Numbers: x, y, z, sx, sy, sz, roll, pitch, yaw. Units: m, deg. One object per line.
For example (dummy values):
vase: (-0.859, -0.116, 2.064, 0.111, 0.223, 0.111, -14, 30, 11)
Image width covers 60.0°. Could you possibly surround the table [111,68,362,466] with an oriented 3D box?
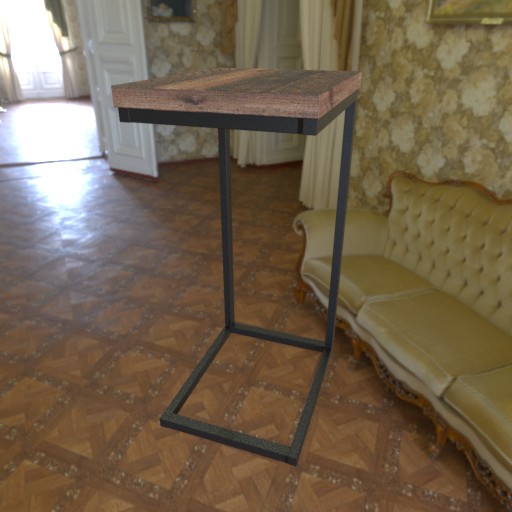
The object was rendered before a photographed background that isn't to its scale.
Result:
table: (0.000, 0.000, 0.957, 0.323, 0.718, 0.414, 9, 28, 17)
